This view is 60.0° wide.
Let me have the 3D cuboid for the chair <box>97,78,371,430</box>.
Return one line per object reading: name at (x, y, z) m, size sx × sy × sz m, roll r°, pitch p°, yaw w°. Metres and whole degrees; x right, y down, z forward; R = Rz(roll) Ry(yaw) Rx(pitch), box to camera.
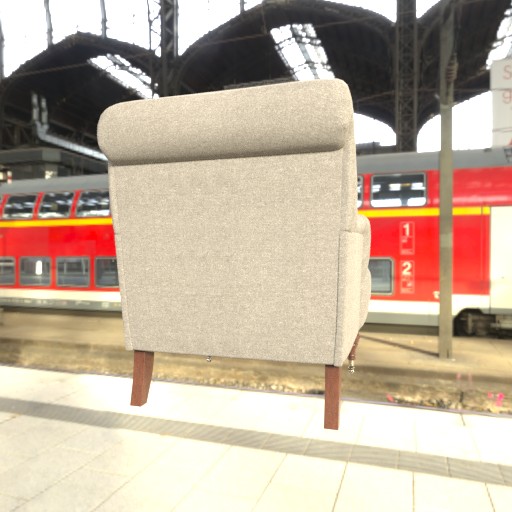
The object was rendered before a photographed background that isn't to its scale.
chair at (0.000, 0.000, 1.578) m, size 0.766 × 0.942 × 0.843 m, roll 0°, pitch 1°, yaw 17°
